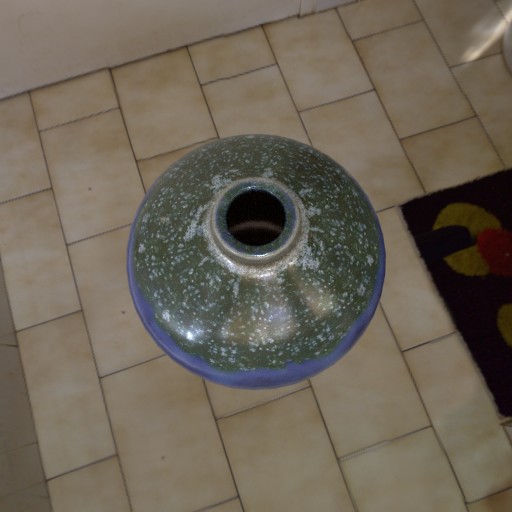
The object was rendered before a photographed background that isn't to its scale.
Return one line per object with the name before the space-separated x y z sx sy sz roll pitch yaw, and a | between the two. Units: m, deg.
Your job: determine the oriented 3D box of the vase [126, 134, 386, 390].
vase | 0.000 0.000 0.264 0.154 0.133 0.154 0 74 0
